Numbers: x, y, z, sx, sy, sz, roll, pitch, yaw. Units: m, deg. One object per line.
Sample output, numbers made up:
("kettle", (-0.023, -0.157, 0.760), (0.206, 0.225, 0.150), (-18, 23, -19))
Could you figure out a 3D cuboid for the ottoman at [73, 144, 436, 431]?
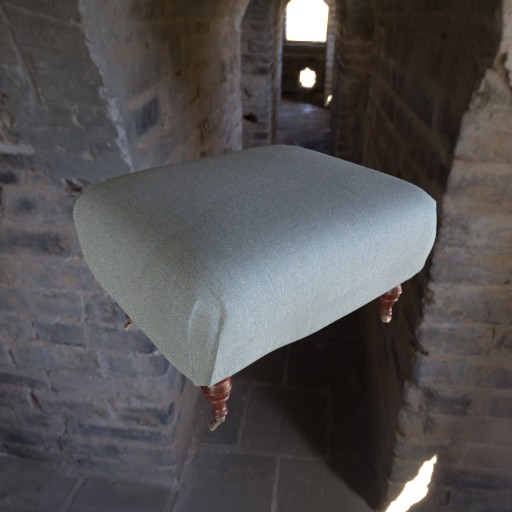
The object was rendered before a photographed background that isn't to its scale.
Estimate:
("ottoman", (0.000, 0.000, 1.160), (0.747, 0.450, 0.622), (-21, 36, -33))
